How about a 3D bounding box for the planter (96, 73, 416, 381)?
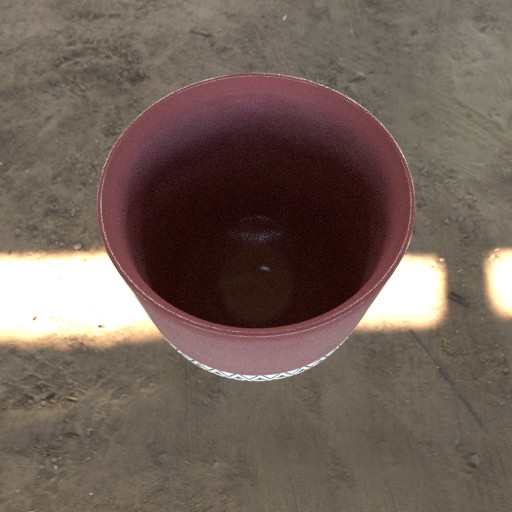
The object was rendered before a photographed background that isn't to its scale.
[{"bbox_3d":[0.000,0.000,0.492,0.266,0.270,0.266,0,63,0],"label":"planter"}]
